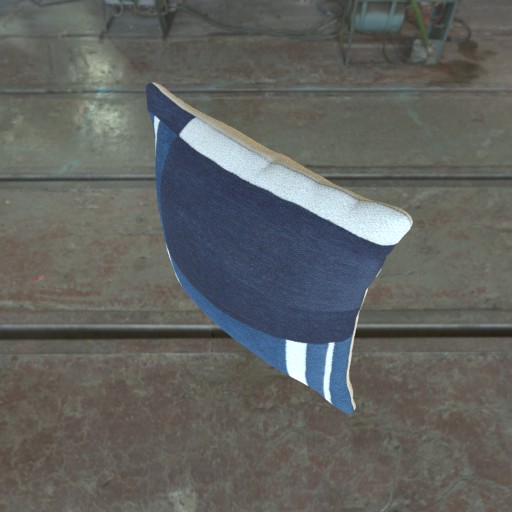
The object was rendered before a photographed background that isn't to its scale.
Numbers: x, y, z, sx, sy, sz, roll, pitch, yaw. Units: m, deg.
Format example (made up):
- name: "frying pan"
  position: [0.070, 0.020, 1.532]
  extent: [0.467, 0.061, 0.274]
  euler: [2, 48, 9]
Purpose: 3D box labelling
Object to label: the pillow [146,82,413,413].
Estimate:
- name: "pillow"
  position: [0.000, 0.000, 0.812]
  extent: [0.536, 0.506, 0.229]
  euler: [36, 57, 28]
